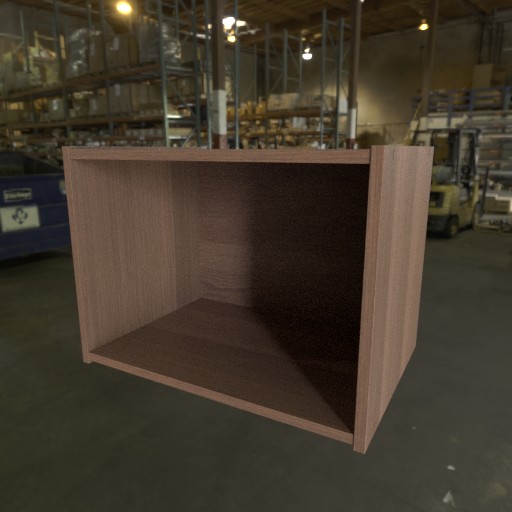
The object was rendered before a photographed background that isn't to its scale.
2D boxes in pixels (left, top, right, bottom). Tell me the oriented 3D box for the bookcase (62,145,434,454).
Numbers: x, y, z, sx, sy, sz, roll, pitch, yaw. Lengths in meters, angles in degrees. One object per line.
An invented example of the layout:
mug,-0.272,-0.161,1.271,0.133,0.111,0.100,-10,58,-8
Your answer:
bookcase,0.000,0.000,0.636,0.415,0.305,0.290,7,15,28
